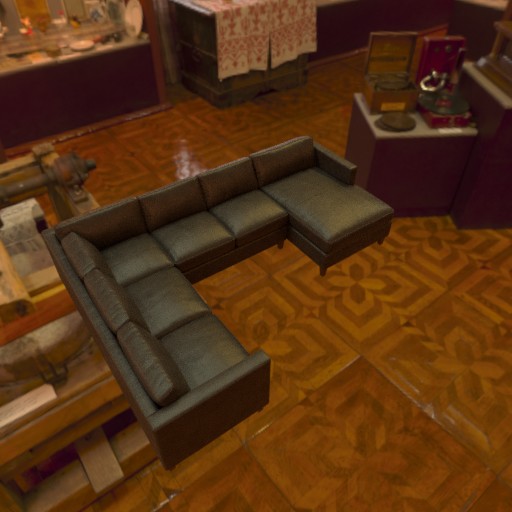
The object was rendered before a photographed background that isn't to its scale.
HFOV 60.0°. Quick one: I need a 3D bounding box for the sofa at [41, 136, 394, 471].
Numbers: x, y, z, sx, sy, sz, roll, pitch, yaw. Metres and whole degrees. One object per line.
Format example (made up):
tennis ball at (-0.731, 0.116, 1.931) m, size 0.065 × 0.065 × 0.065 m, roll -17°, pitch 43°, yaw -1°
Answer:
sofa at (0.000, 0.000, 4.411) m, size 3.324 × 0.891 × 2.452 m, roll -26°, pitch 48°, yaw -25°
